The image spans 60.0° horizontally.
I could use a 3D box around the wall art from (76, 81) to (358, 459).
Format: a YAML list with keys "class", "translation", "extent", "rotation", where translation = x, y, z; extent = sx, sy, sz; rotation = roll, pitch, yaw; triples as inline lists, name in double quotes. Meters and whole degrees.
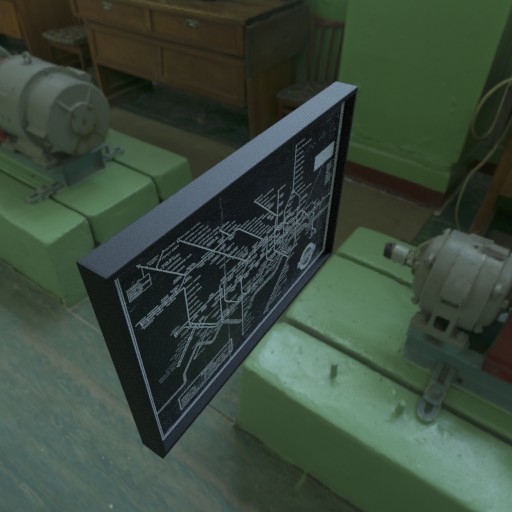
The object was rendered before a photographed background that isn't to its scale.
- class: "wall art"
  translation: [0.000, 0.000, 0.860]
  extent: [0.051, 0.456, 0.671]
  rotation: [24, 47, 25]
